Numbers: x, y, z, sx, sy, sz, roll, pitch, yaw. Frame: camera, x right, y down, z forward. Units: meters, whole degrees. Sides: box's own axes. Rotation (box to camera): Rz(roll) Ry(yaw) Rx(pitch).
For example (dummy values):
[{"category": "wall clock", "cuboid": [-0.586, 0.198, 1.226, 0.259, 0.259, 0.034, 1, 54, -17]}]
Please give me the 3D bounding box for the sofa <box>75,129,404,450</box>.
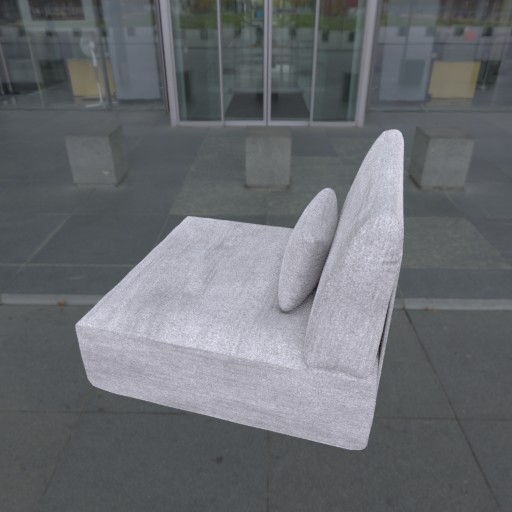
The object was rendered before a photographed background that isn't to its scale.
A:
[{"category": "sofa", "cuboid": [0.000, 0.000, 1.701, 1.000, 0.820, 0.930, 8, 30, 14]}]
